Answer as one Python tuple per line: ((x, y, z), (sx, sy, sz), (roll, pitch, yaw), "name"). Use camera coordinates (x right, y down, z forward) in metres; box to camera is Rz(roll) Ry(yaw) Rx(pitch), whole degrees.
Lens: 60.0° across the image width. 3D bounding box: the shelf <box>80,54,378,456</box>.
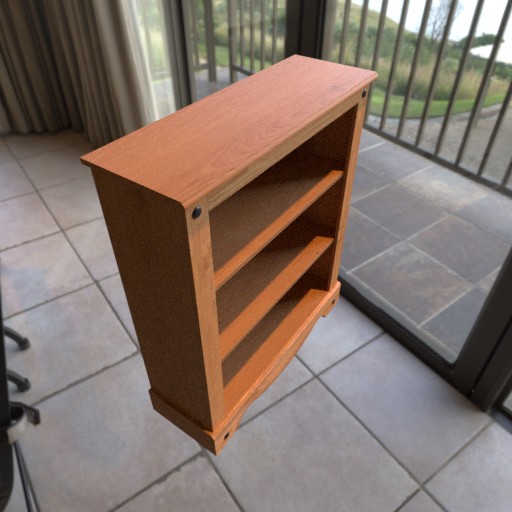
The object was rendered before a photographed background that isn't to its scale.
((0.000, 0.000, 1.427), (0.291, 0.980, 0.840), (25, 47, 26), "shelf")
